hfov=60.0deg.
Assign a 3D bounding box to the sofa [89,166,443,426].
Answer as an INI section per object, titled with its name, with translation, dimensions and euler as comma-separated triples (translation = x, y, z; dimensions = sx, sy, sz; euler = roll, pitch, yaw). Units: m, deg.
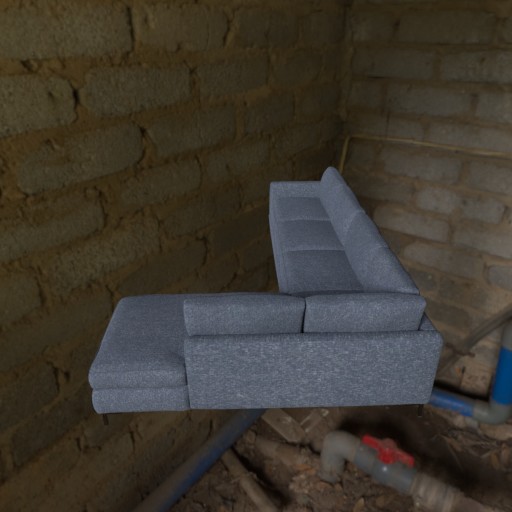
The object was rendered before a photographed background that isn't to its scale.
[sofa]
translation = 0.000, 0.000, 3.800
dimensions = 2.007, 0.815, 2.949
euler = -1, 27, -2
